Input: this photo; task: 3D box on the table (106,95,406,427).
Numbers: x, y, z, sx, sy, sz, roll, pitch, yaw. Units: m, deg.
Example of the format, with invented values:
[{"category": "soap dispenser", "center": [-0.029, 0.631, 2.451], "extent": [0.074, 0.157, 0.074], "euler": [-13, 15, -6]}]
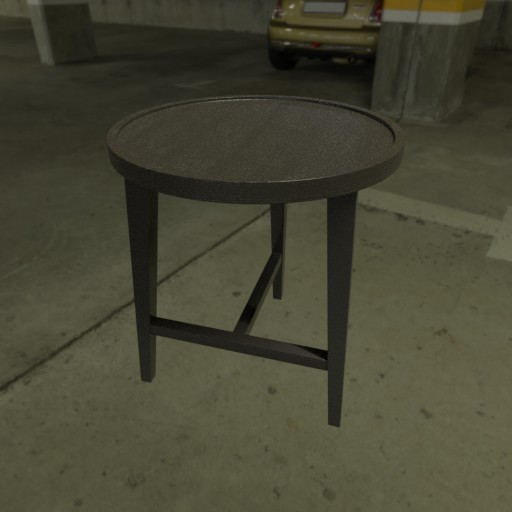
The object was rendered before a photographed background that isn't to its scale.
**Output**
[{"category": "table", "center": [0.000, 0.000, 0.909], "extent": [0.500, 0.531, 0.500], "euler": [0, 32, 0]}]
